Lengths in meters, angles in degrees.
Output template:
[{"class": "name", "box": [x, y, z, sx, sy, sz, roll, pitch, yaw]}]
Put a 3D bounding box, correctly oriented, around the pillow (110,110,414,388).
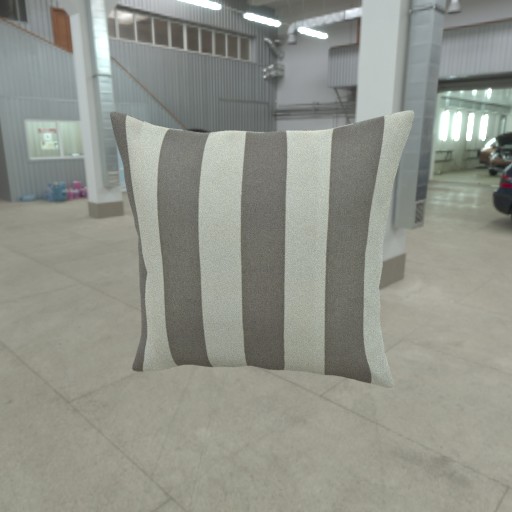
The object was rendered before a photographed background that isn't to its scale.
[{"class": "pillow", "box": [0.000, 0.000, 0.810, 0.522, 0.507, 0.192, 2, 15, 8]}]
